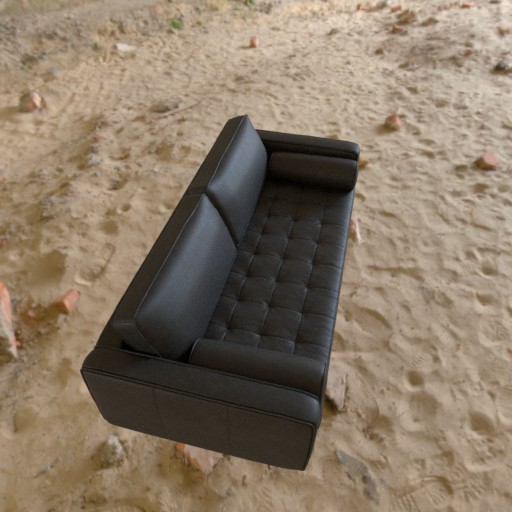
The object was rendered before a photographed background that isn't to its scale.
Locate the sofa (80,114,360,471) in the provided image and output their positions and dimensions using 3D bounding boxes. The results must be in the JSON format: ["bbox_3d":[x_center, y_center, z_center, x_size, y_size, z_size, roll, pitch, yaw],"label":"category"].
[{"bbox_3d":[0.000,0.000,2.321,0.921,0.770,1.879,10,46,10],"label":"sofa"}]
